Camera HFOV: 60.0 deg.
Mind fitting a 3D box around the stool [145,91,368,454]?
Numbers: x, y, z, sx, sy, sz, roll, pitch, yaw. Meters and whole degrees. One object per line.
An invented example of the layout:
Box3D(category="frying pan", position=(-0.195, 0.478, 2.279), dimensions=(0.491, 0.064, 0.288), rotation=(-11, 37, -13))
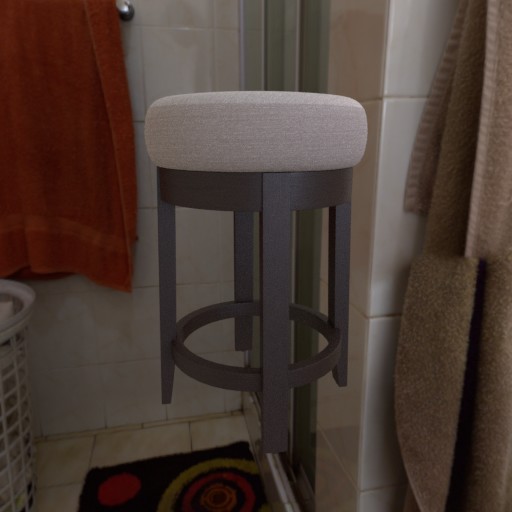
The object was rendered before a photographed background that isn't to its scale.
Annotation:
Box3D(category="stool", position=(0.000, 0.000, 0.974), dimensions=(0.443, 0.672, 0.443), rotation=(0, 16, 0))
